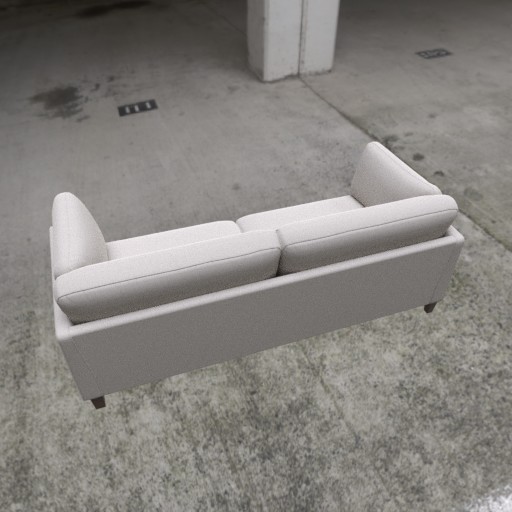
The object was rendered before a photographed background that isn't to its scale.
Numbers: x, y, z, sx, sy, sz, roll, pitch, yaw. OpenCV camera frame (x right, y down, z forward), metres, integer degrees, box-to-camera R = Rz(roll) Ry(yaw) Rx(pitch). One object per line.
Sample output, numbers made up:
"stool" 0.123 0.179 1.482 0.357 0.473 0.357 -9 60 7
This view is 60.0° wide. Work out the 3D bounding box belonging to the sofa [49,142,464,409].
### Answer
"sofa" 0.000 0.000 2.732 2.301 0.863 0.957 -13 41 -15
